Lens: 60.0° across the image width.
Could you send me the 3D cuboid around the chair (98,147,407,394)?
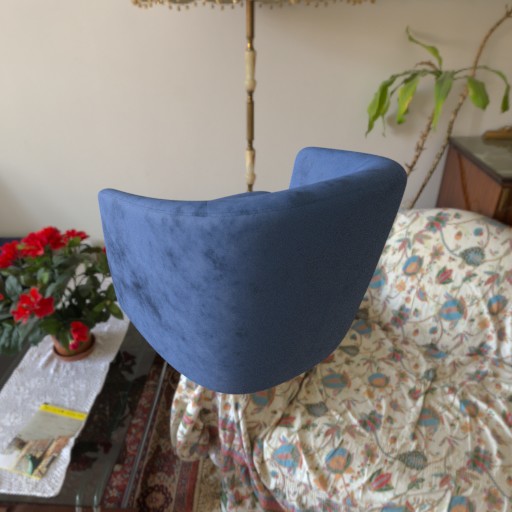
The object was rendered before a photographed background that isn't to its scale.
[{"bbox_3d":[0.000,0.000,1.379,0.773,0.698,0.767,-19,35,-29],"label":"chair"}]
